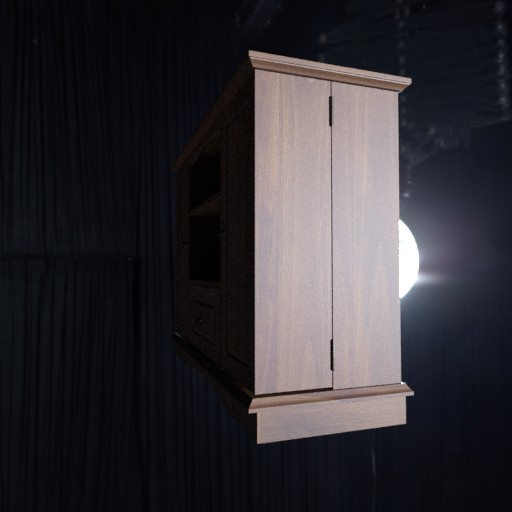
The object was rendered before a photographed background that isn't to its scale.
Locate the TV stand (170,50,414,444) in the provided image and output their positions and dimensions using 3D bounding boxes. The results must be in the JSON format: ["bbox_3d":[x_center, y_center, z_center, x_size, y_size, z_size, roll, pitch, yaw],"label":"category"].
[{"bbox_3d":[0.000,0.000,1.473,0.406,0.813,1.067,1,-2,-19],"label":"TV stand"}]
